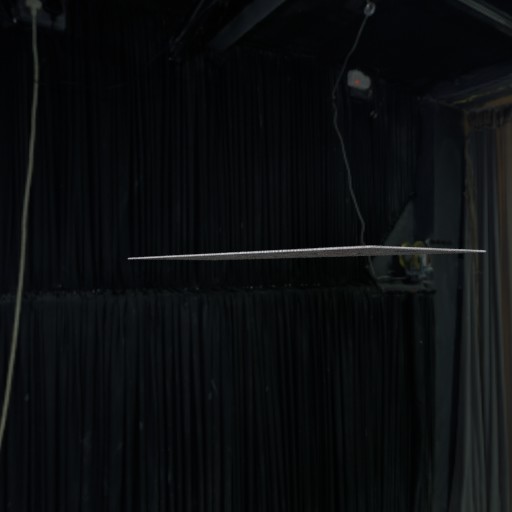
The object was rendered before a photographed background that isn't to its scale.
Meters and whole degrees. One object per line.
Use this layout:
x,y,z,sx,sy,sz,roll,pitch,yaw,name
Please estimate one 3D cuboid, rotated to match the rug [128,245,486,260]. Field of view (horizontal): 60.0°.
0.000,0.000,2.722,0.766,0.008,2.432,1,-2,-35,rug
